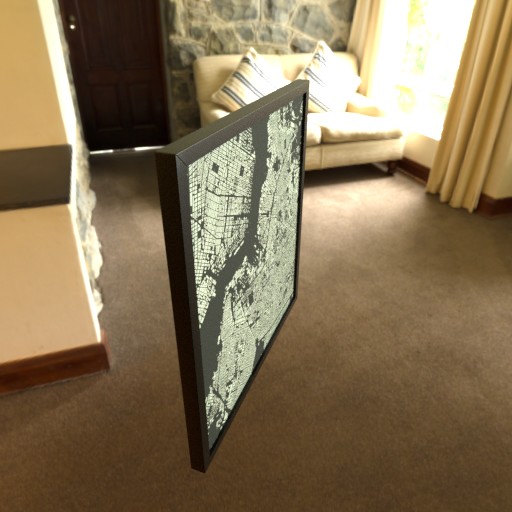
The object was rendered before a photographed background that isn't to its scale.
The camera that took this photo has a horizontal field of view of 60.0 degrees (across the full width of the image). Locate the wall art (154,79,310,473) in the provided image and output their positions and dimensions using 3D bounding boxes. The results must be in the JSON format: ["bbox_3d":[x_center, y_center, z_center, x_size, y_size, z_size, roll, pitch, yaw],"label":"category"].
[{"bbox_3d":[0.000,0.000,1.154,0.038,0.761,0.755,11,32,18],"label":"wall art"}]
